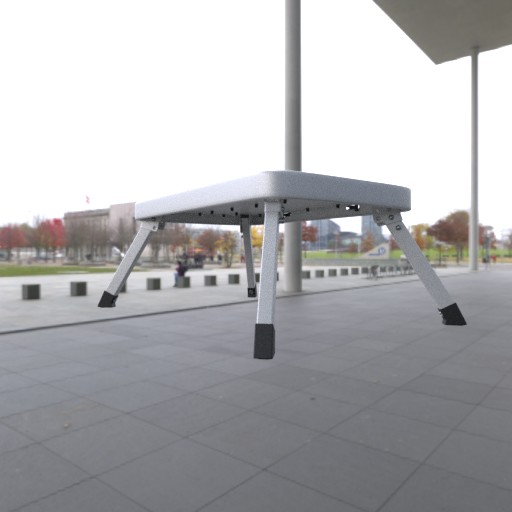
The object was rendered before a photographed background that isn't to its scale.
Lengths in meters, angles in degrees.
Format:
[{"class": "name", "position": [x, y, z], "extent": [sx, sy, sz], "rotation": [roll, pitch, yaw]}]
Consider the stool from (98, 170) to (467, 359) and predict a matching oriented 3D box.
[{"class": "stool", "position": [0.000, 0.000, 0.636], "extent": [0.320, 0.170, 0.460], "rotation": [0, 0, -36]}]
